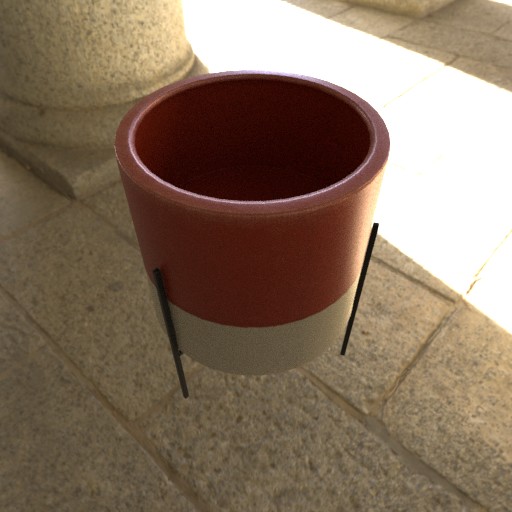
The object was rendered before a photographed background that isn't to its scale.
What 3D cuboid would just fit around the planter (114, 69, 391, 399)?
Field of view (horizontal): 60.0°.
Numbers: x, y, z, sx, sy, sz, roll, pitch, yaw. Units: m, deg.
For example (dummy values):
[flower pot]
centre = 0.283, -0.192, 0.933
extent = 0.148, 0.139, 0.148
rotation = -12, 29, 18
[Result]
[planter]
centre = 0.000, 0.000, 0.722
extent = 0.354, 0.465, 0.345
rotation = 10, 47, 9
